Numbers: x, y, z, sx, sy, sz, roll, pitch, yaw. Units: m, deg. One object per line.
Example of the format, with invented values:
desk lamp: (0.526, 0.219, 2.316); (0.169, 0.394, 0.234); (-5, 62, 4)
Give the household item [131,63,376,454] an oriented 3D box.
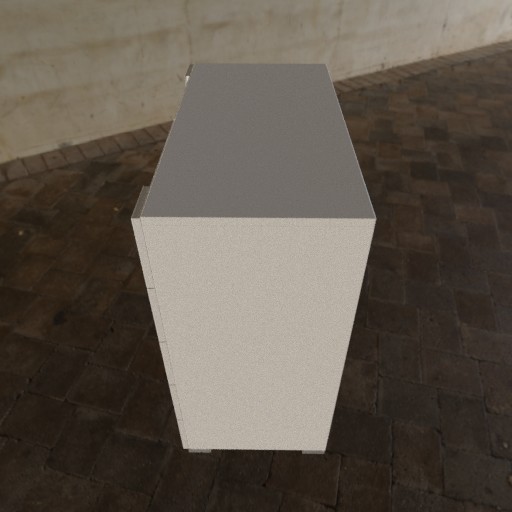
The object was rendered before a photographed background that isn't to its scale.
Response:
household item: (0.000, 0.000, 1.344); (0.420, 0.870, 0.800); (0, 41, 1)
